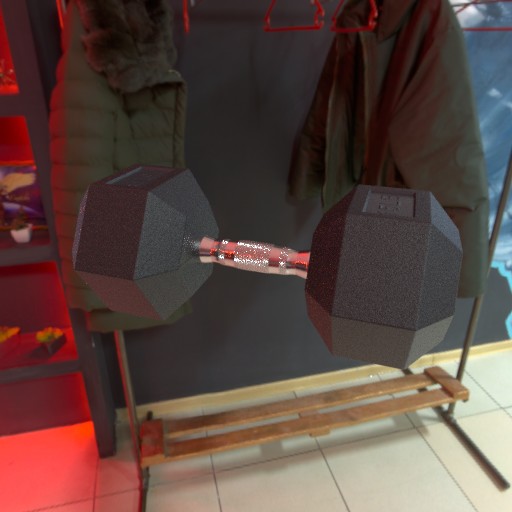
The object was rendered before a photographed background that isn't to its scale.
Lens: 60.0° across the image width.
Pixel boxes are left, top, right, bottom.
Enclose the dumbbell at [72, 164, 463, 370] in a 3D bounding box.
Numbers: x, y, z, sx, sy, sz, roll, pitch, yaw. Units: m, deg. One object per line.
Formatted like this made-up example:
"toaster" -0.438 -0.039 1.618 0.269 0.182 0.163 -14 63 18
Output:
"dumbbell" 0.000 0.000 0.331 0.271 0.106 0.122 8 28 16
